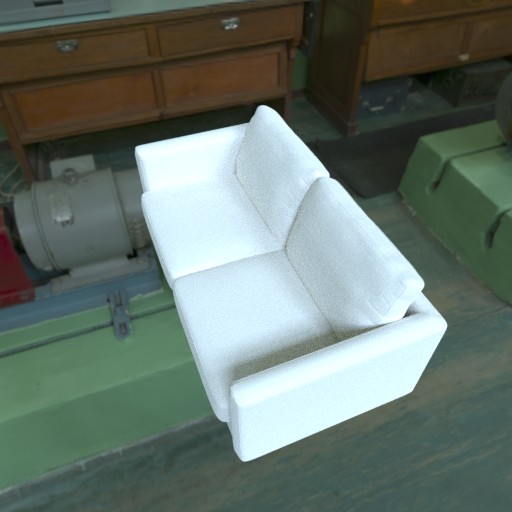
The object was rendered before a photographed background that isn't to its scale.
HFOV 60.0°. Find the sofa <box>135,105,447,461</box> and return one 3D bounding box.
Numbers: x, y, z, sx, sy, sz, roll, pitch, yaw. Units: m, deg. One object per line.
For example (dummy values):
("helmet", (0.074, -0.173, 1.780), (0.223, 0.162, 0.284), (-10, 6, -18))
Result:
("sofa", (0.000, 0.000, 2.321), (0.940, 0.893, 1.713), (-16, 48, -15))
